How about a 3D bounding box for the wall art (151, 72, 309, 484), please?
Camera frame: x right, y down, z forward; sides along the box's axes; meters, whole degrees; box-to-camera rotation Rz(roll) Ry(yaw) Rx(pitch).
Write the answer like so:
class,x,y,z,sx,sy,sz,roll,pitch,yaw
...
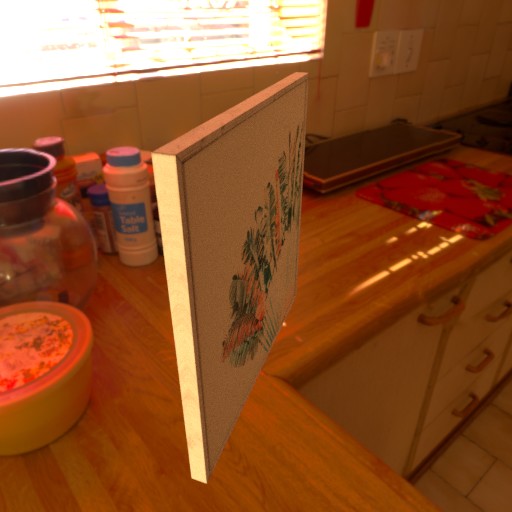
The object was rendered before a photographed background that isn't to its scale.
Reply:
class,x,y,z,sx,sy,sz,roll,pitch,yaw
wall art,0.000,0.000,1.114,0.038,0.757,0.760,10,32,17
